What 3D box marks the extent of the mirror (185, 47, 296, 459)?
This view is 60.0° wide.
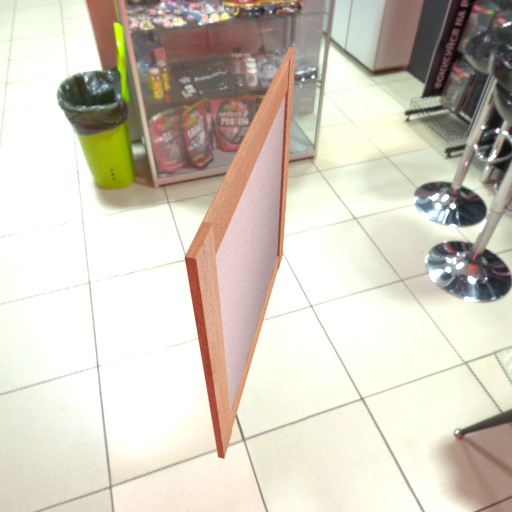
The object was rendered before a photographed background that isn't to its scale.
[{"bbox_3d":[0.000,0.000,1.202,0.020,0.800,0.800,10,47,10],"label":"mirror"}]
